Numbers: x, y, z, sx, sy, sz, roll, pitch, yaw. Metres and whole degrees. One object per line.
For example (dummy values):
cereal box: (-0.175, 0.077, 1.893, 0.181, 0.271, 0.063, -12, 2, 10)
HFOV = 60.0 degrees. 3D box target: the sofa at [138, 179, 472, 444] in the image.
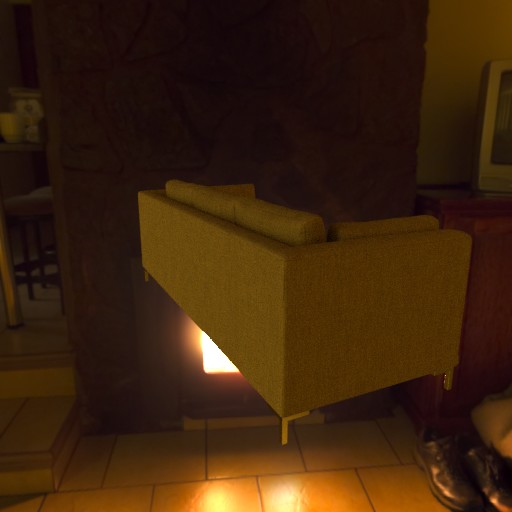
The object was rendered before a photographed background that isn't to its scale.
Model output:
sofa: (0.000, 0.000, 2.851, 0.969, 0.867, 2.415, -7, 16, -25)
